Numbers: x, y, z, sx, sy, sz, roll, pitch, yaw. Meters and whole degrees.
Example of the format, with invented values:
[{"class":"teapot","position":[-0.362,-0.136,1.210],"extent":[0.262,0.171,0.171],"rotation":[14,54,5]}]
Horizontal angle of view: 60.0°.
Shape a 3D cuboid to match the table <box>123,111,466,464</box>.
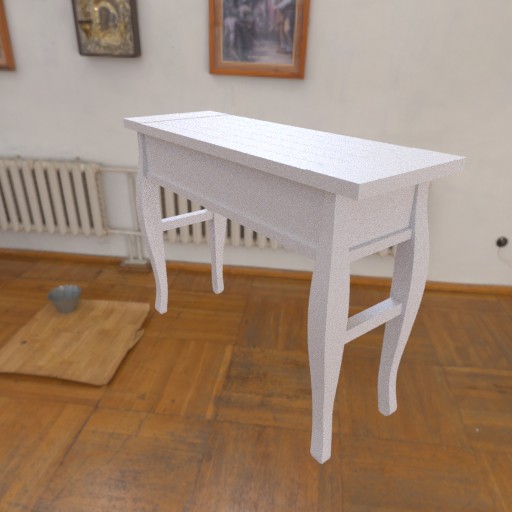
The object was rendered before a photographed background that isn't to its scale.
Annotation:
[{"class":"table","position":[0.000,0.000,1.422],"extent":[0.373,0.768,1.062],"rotation":[-18,30,-34]}]
